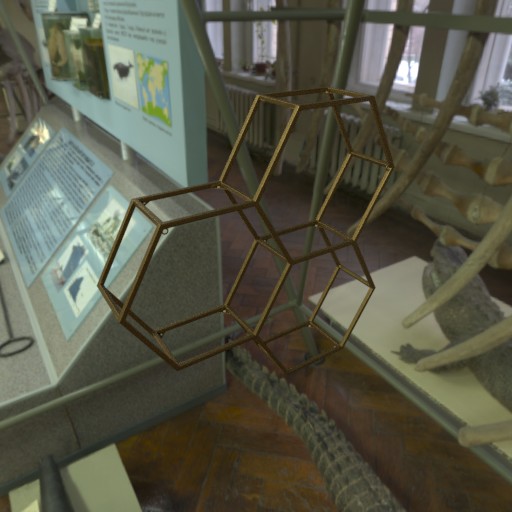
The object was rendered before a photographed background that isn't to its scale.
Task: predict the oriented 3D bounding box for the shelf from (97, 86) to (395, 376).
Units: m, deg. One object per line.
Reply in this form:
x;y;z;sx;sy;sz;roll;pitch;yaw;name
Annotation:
0.000;0.000;1.052;0.708;0.701;0.150;-18;34;-28;shelf
